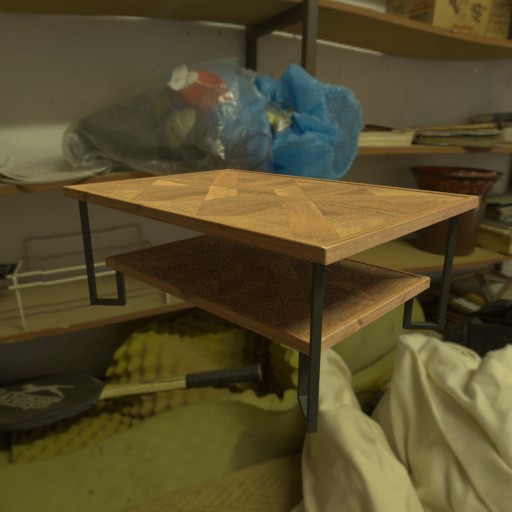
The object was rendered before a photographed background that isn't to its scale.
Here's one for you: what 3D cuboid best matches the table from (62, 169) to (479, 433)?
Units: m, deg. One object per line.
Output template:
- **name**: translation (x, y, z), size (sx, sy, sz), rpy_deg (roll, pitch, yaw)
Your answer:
- **table**: translation (0.000, 0.000, 1.671), size (1.238, 0.492, 0.877), rpy_deg (16, 23, 42)
